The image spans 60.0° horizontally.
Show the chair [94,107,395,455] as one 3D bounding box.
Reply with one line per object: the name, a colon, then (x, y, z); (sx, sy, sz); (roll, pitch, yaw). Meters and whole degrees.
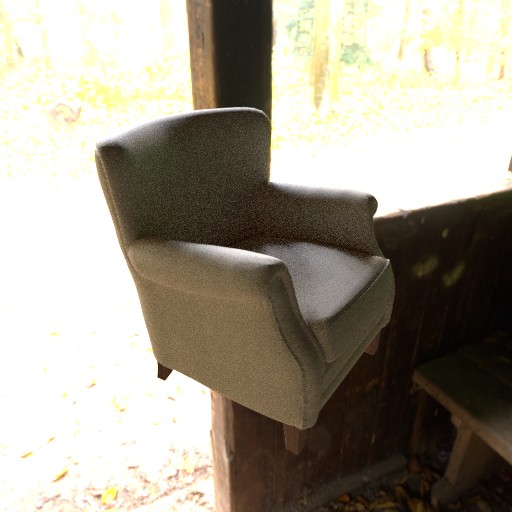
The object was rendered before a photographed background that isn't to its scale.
chair: (0.000, 0.000, 1.642); (0.921, 0.936, 0.861); (17, 31, 31)
